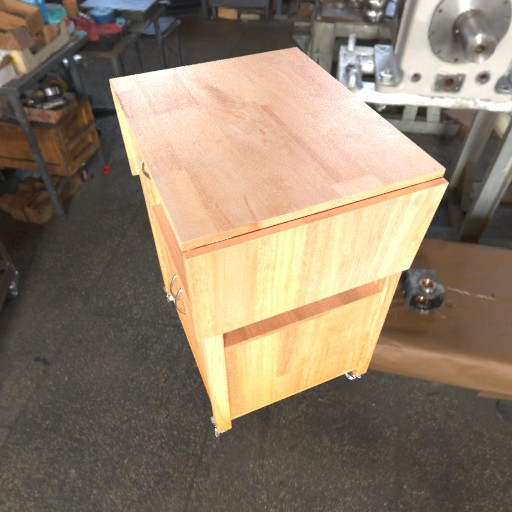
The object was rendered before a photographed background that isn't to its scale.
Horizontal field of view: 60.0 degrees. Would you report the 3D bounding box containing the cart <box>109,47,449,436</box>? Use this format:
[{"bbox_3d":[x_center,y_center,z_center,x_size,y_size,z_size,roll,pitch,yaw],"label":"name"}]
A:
[{"bbox_3d":[0.000,0.000,1.232,0.508,0.838,0.640,-17,49,-16],"label":"cart"}]
